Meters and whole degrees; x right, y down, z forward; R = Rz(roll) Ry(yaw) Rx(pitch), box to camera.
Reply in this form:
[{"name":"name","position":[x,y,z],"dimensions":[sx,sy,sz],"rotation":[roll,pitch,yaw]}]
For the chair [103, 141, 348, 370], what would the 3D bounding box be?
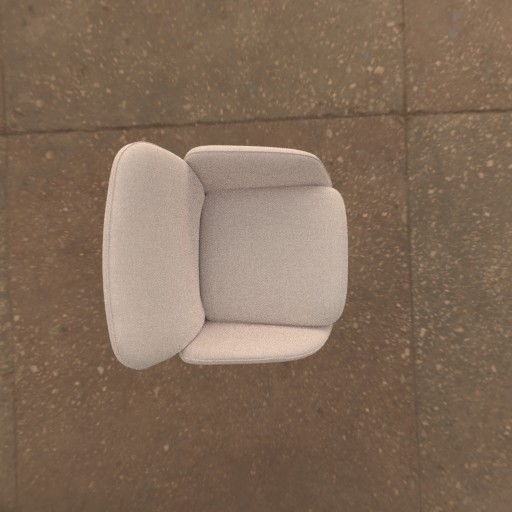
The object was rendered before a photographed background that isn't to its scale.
[{"name":"chair","position":[0.000,0.000,1.377],"dimensions":[0.633,0.959,0.648],"rotation":[0,89,1]}]
